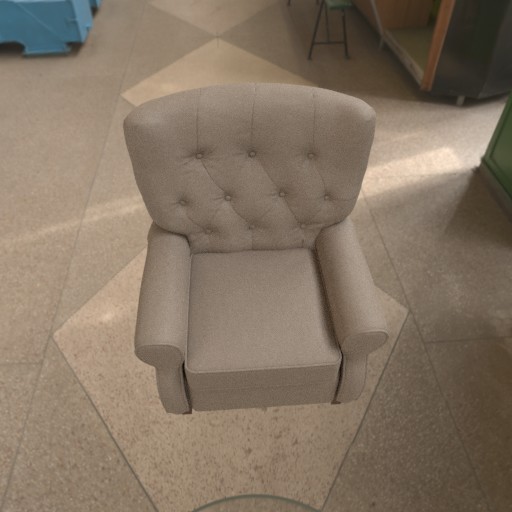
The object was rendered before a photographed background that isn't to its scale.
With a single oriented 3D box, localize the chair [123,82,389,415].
[{"bbox_3d":[0.000,0.000,1.906,0.999,1.138,1.041,-3,46,-3],"label":"chair"}]
